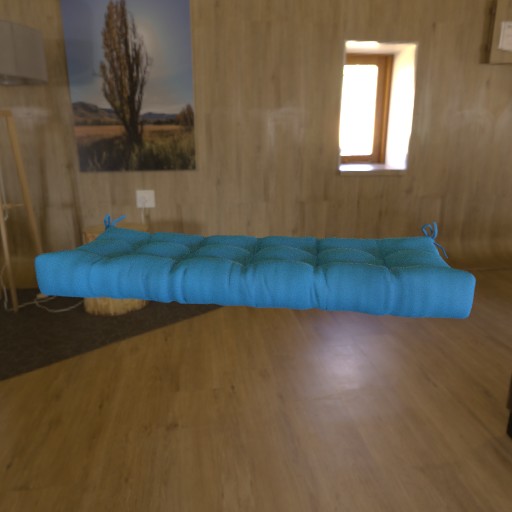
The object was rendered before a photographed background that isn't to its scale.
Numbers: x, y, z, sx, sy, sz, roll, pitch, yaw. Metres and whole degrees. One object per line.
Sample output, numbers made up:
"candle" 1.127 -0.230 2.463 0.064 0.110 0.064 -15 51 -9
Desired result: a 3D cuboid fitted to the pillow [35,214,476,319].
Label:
"pillow" 0.000 0.000 1.340 1.194 0.174 0.511 2 16 8
